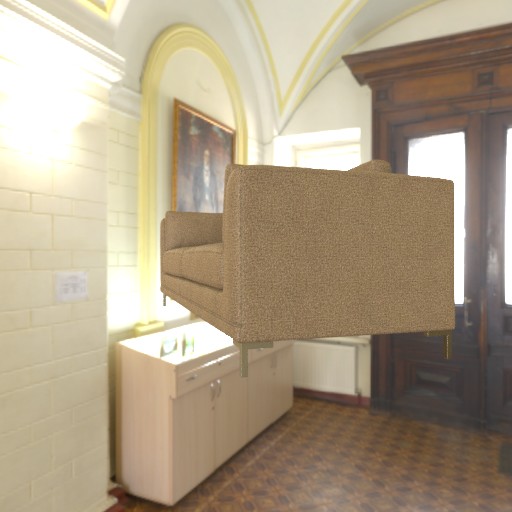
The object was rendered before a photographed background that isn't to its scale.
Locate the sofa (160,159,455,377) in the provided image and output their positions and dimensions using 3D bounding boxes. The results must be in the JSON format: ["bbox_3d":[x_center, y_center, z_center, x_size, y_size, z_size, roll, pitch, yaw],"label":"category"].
[{"bbox_3d":[0.000,0.000,2.848,0.969,0.867,2.415,0,0,-18],"label":"sofa"}]
